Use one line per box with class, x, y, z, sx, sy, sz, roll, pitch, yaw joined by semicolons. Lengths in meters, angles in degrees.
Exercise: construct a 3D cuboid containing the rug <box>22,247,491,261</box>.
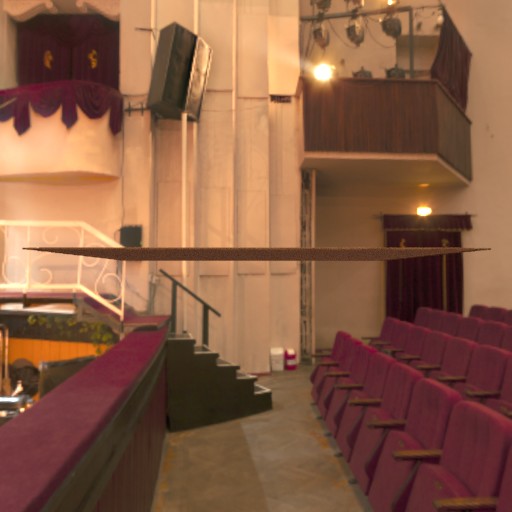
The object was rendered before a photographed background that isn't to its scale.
rug;0.000;0.000;2.249;1.726;0.009;1.278;0;-2;-1
